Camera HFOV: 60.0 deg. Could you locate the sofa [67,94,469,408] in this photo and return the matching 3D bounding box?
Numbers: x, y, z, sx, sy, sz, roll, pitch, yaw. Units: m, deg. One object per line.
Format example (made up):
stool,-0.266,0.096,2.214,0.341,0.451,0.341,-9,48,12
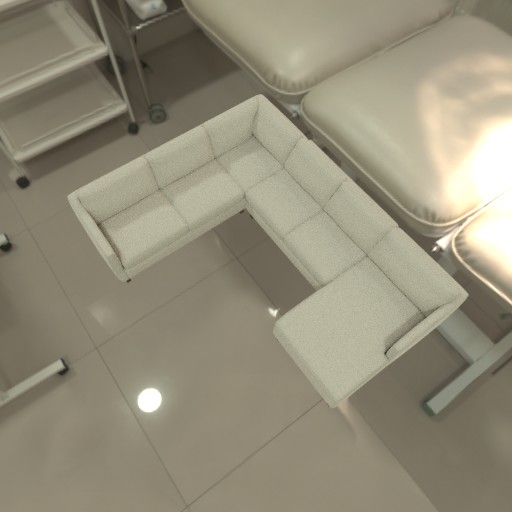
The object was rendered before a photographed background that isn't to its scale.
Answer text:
sofa,0.000,0.000,4.545,2.551,0.853,3.238,-33,67,-16
